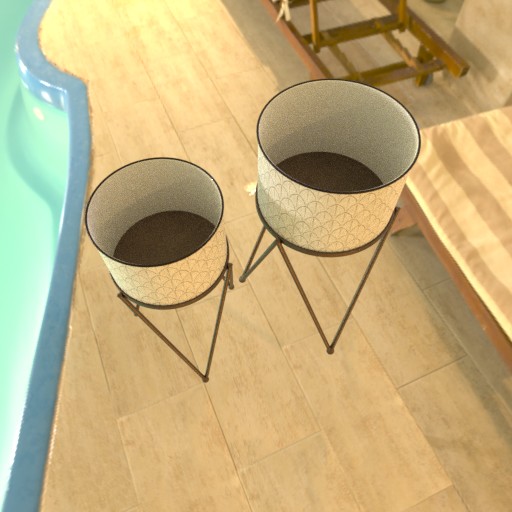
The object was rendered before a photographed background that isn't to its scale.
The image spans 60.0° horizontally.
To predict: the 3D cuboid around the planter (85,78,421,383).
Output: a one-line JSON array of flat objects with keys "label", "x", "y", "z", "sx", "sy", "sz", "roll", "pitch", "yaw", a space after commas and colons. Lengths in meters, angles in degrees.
[{"label": "planter", "x": 0.000, "y": 0.000, "z": 1.159, "sx": 0.769, "sy": 0.712, "sz": 0.413, "roll": -15, "pitch": 59, "yaw": -9}]
